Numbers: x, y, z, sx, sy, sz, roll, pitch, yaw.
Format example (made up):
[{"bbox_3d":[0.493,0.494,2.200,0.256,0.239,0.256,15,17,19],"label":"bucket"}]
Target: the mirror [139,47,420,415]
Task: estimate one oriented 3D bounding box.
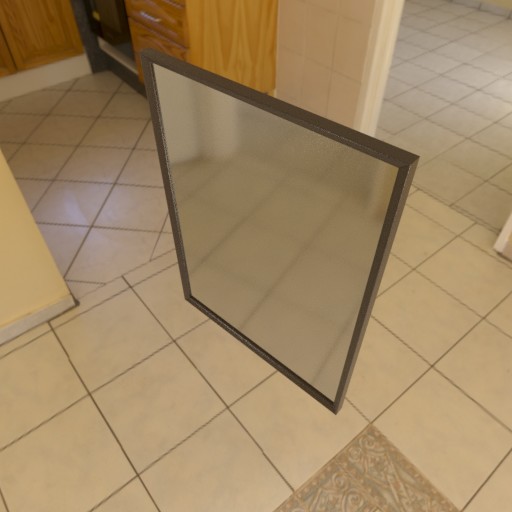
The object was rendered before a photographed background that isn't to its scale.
[{"bbox_3d":[0.000,0.000,1.333,0.762,1.016,0.041,32,54,27],"label":"mirror"}]
